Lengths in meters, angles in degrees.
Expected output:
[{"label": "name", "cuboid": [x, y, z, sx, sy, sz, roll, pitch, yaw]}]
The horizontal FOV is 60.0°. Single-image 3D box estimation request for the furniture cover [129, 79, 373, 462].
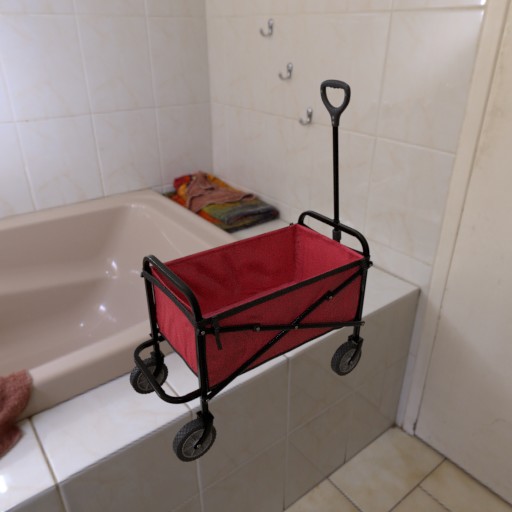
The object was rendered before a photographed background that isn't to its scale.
[{"label": "furniture cover", "cuboid": [0.000, 0.000, 1.799, 1.038, 1.295, 0.532, -18, 32, -31]}]
